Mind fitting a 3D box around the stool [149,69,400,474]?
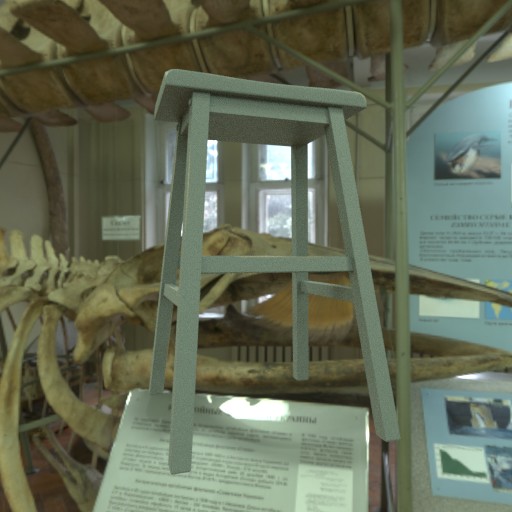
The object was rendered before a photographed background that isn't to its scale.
[{"bbox_3d":[0.000,0.000,1.044,0.457,0.737,0.476,0,0,-18],"label":"stool"}]
